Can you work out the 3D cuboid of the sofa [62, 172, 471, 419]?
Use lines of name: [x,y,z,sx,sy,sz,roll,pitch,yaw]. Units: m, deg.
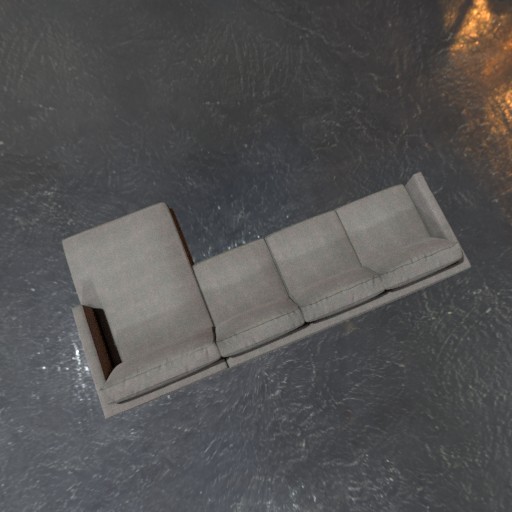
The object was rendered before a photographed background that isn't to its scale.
sofa: [0.000,0.000,3.959,3.205,0.922,1.650,-22,77,-5]
